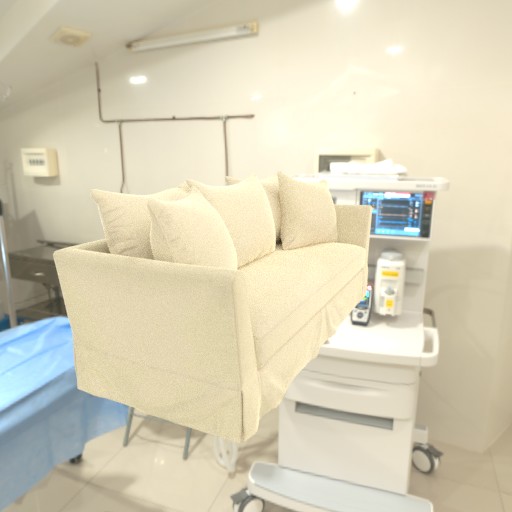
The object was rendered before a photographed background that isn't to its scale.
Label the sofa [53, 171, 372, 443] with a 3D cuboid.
[{"bbox_3d":[0.000,0.000,2.879,1.031,1.034,2.290,7,15,26],"label":"sofa"}]
